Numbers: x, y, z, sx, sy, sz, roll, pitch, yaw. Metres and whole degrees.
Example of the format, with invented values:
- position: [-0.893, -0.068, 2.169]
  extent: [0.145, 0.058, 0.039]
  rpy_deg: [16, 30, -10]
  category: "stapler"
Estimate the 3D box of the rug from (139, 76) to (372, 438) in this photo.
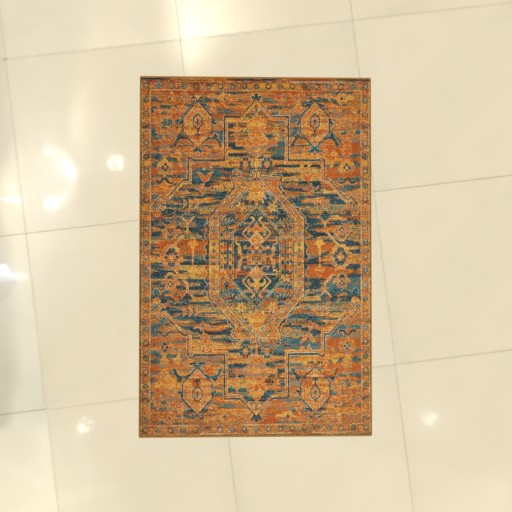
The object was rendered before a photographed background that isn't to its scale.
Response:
- position: [0.000, 0.000, 1.063]
  extent: [0.557, 0.008, 0.863]
  rpy_deg: [0, 89, -1]
  category: "rug"
